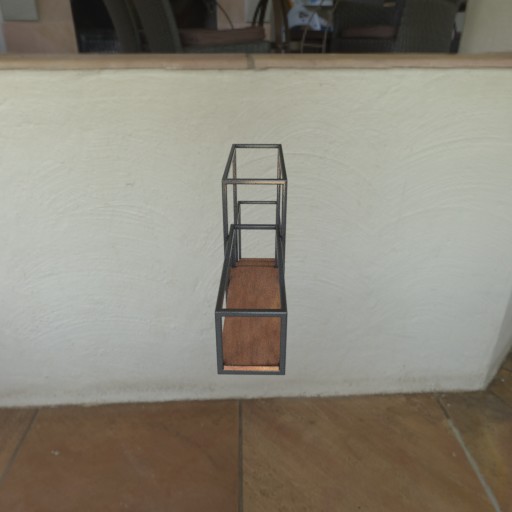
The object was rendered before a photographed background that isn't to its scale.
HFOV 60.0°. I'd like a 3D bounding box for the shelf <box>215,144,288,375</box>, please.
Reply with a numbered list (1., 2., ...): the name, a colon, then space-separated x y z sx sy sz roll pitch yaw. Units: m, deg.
1. shelf: 0.000 0.000 2.142 0.275 0.972 1.781 0 26 1
